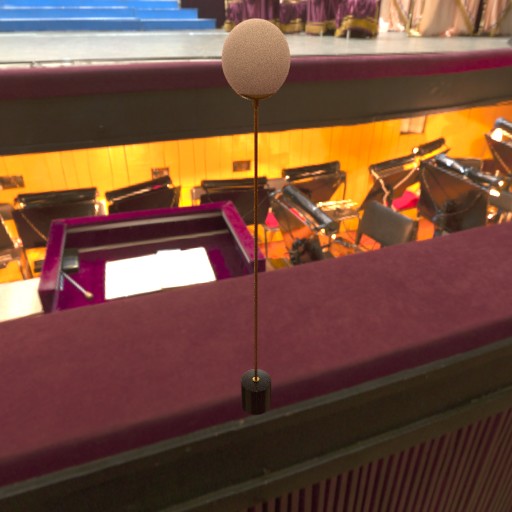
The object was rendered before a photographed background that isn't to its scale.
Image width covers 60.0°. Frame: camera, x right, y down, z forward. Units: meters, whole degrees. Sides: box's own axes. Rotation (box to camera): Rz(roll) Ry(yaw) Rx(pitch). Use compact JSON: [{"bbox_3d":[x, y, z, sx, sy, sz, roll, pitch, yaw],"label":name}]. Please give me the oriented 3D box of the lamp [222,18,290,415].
[{"bbox_3d":[0.000,0.000,1.851,0.229,1.748,0.229,-10,31,-17],"label":"lamp"}]
